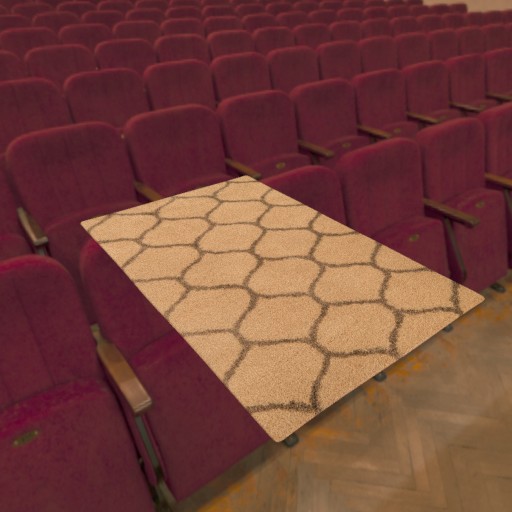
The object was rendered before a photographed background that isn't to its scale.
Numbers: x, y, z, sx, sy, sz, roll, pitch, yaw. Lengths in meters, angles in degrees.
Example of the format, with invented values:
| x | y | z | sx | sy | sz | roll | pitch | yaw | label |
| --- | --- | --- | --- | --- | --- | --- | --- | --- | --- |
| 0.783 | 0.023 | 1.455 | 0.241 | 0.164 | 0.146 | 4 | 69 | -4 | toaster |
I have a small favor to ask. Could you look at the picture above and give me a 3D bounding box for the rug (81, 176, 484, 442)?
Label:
| x | y | z | sx | sy | sz | roll | pitch | yaw | label |
| --- | --- | --- | --- | --- | --- | --- | --- | --- | --- |
| 0.000 | 0.000 | 3.402 | 1.801 | 0.026 | 2.701 | -22 | 38 | -31 | rug |
